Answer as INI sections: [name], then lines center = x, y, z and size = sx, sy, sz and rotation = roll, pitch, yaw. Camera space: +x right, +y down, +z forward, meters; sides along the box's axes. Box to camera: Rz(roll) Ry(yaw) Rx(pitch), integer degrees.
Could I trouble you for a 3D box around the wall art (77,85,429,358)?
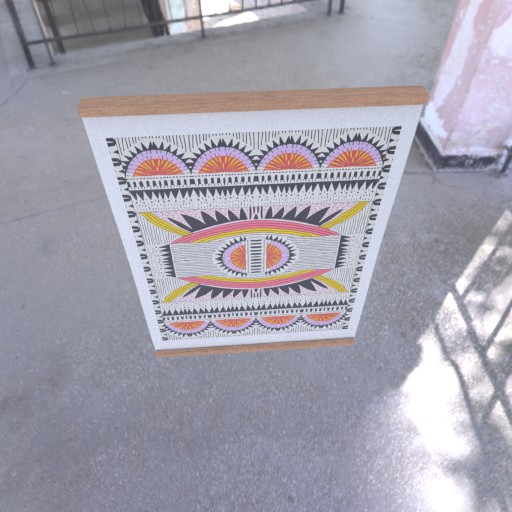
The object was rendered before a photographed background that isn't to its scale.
[wall art]
center = 0.000, 0.000, 0.800
size = 0.456, 0.609, 0.028
rotation = -3, 47, -3
